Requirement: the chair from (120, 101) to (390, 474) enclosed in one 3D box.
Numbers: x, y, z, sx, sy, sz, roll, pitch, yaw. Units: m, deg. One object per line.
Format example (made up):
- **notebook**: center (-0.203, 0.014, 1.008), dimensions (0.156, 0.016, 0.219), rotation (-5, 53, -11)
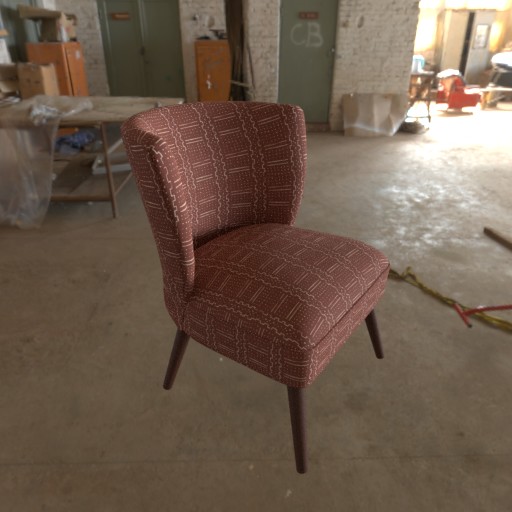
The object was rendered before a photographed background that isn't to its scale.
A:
- **chair**: center (0.000, 0.000, 1.423), dimensions (0.758, 0.866, 0.706), rotation (18, 32, 31)
